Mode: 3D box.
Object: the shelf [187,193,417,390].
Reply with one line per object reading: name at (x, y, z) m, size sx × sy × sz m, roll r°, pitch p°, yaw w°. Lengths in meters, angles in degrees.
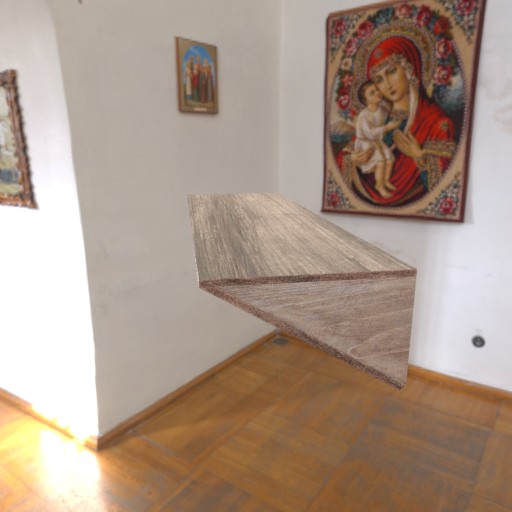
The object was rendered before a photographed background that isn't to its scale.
shelf at (0.000, 0.000, 0.698) m, size 0.200 × 0.125 × 0.610 m, roll -2°, pitch 15°, yaw -9°
